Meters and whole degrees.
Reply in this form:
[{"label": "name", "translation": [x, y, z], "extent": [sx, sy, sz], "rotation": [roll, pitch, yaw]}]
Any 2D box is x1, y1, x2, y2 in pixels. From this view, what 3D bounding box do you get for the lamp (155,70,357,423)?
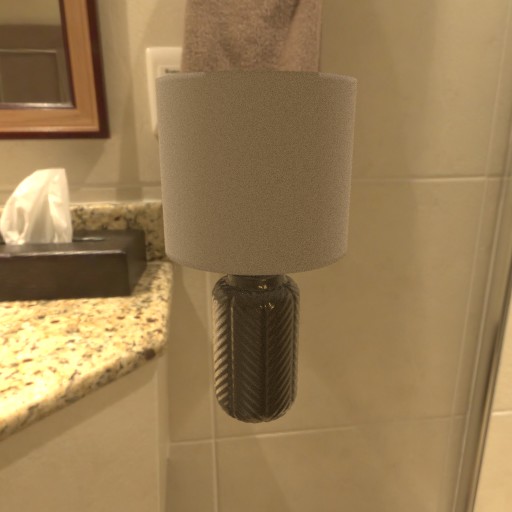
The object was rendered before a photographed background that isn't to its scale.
[{"label": "lamp", "translation": [0.000, 0.000, 0.509], "extent": [0.203, 0.389, 0.203], "rotation": [16, 23, 42]}]
